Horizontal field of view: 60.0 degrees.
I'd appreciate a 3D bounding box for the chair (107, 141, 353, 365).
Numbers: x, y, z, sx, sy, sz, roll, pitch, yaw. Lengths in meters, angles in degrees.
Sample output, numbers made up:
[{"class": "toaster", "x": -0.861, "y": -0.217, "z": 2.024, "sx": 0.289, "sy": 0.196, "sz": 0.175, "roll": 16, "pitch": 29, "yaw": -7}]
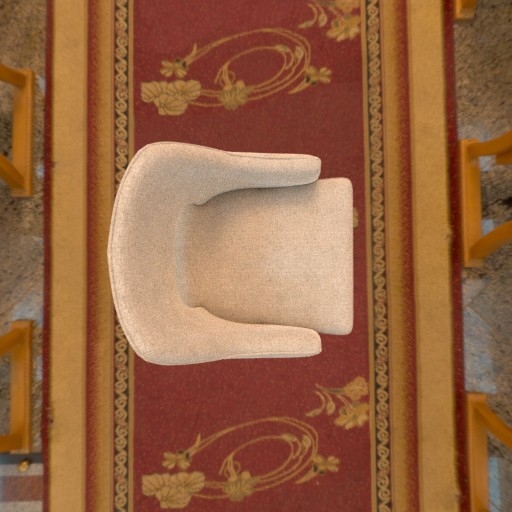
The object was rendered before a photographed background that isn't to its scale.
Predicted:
[{"class": "chair", "x": 0.000, "y": 0.000, "z": 1.282, "sx": 0.605, "sy": 0.849, "sz": 0.548, "roll": 0, "pitch": 89, "yaw": -1}]
